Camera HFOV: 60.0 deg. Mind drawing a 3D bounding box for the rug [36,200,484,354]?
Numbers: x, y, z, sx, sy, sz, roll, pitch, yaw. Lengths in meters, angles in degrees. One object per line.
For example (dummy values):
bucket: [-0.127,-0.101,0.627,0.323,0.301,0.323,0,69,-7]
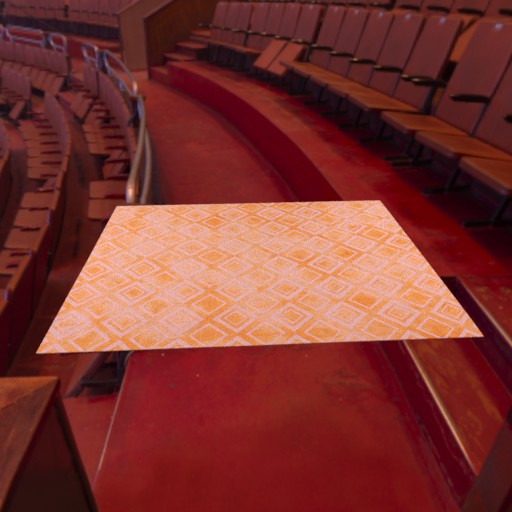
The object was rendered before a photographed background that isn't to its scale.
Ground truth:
rug: [0.000,0.000,4.045,3.037,0.011,2.433,-2,30,-3]
